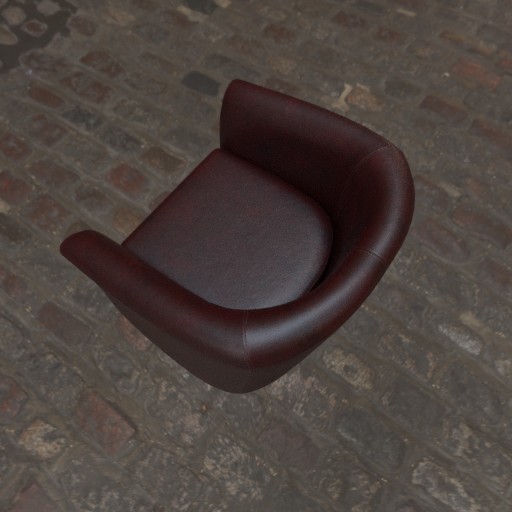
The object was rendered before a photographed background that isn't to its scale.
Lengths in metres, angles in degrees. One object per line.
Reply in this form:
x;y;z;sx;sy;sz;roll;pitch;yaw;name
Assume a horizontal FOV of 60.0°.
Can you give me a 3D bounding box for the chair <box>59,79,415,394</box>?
0.000;0.000;1.401;0.727;0.756;0.792;33;67;16;chair
